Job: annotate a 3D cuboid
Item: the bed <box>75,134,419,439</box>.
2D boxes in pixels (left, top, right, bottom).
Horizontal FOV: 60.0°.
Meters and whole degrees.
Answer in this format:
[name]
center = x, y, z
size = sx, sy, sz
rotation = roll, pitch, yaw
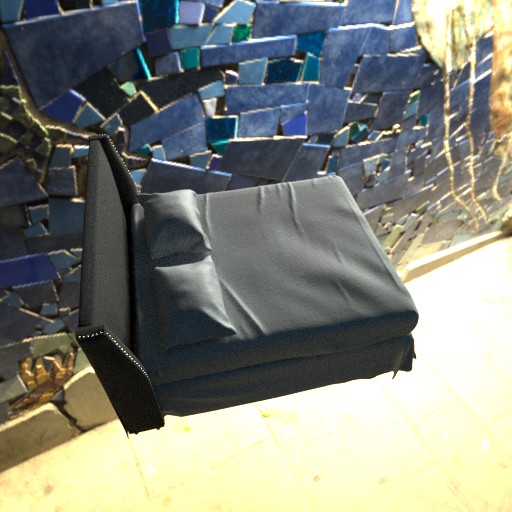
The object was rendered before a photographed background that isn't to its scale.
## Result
[bed]
center = 0.000, 0.000, 3.451
size = 2.276, 1.332, 1.925
rotation = -9, 48, -8
